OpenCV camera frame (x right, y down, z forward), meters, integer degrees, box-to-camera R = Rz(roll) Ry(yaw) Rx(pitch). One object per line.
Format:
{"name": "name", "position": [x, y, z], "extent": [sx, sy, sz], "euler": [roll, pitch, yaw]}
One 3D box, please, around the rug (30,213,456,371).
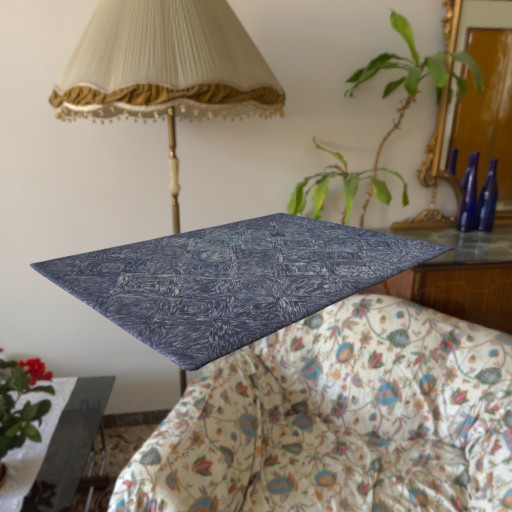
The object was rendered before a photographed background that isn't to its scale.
{"name": "rug", "position": [0.000, 0.000, 4.122], "extent": [3.245, 0.024, 2.385], "euler": [-16, 23, -42]}
